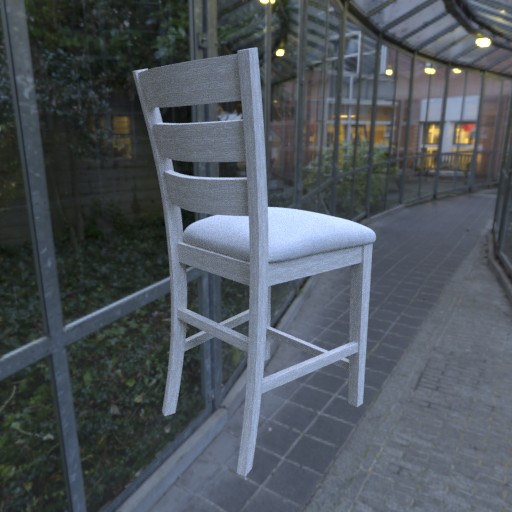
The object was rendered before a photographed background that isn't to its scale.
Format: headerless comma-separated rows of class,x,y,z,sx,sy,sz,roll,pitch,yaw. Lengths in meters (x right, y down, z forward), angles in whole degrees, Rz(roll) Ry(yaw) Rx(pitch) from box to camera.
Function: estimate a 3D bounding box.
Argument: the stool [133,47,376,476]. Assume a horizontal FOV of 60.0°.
stool,0.000,0.000,1.318,0.569,1.032,0.484,-14,21,-42
